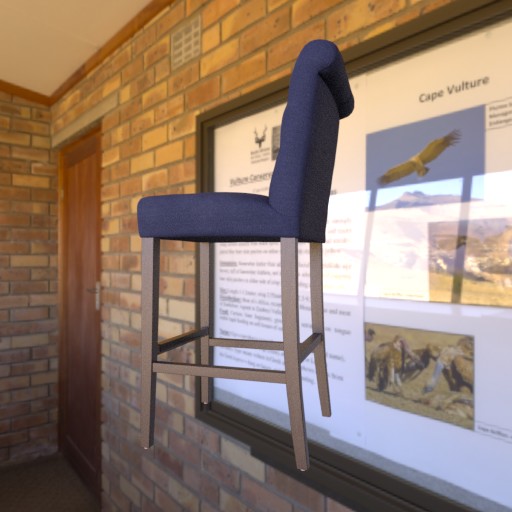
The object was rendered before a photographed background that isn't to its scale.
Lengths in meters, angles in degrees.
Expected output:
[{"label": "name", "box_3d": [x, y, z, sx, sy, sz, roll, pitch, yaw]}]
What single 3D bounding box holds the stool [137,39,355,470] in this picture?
[{"label": "stool", "box_3d": [0.000, 0.000, 1.442, 0.601, 1.140, 0.493, 0, 0, 18]}]
